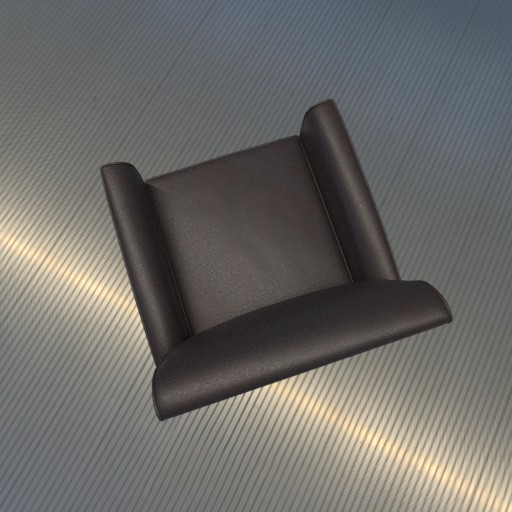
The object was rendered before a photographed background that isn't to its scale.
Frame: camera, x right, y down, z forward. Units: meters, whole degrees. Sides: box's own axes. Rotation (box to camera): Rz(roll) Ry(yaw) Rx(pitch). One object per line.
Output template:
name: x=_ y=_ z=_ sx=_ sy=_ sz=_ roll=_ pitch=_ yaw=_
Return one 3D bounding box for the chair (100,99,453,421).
chair: x=0.000 y=0.000 z=1.547 sx=0.820 sy=0.916 sz=0.819 roll=-18 pitch=76 yaw=-4
